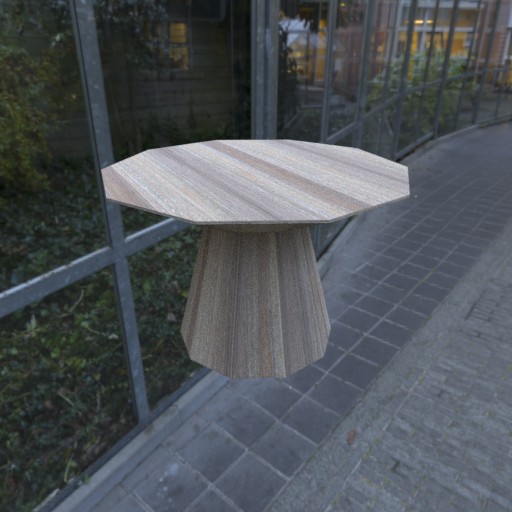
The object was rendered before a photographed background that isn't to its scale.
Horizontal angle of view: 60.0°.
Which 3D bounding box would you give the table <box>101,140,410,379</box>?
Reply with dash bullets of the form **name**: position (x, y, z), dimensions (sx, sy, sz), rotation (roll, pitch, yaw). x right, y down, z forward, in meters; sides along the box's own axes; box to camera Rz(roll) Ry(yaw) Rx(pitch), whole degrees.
- **table**: position (0.000, 0.000, 1.877), dimensions (1.186, 0.752, 1.186), rotation (0, 26, 0)
